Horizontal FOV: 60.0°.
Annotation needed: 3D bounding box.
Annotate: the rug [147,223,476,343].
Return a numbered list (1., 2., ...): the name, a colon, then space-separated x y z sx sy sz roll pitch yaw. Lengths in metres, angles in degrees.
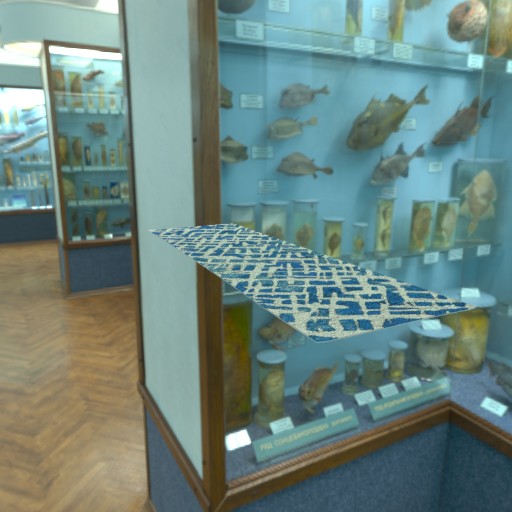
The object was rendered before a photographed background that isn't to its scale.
1. rug: 0.000 0.000 2.684 0.768 0.011 2.446 -6 14 -26
